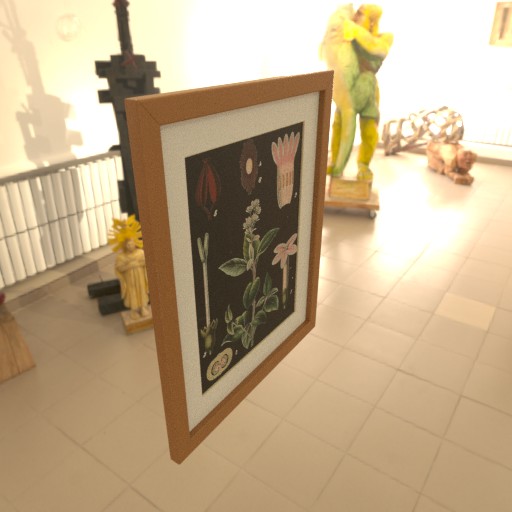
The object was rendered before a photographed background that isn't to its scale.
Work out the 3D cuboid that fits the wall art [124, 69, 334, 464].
[{"bbox_3d":[0.000,0.000,0.512,0.015,0.379,0.310,18,32,31],"label":"wall art"}]
